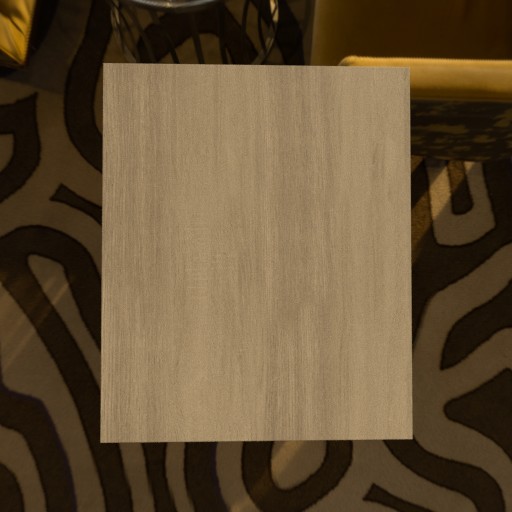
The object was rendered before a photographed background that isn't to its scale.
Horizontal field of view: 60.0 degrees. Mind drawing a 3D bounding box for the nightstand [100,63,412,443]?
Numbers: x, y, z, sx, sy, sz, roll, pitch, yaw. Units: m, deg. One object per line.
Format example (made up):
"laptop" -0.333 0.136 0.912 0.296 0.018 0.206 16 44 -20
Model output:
"nightstand" 0.000 0.000 0.781 0.380 0.500 0.450 0 89 -2
